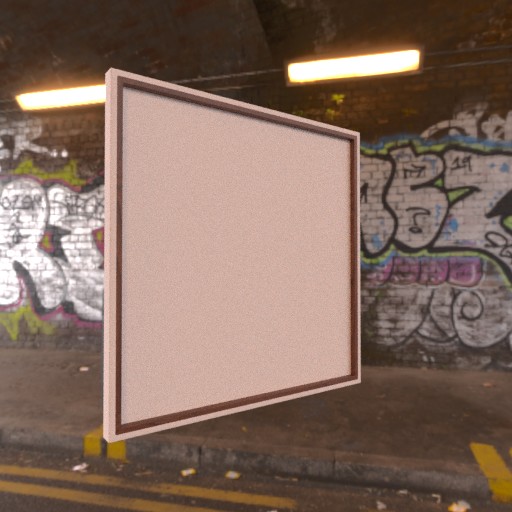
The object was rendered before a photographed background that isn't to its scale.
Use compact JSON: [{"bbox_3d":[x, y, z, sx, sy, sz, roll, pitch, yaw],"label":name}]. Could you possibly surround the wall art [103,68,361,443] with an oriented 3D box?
[{"bbox_3d":[0.000,0.000,1.507,1.009,1.009,0.049,1,-1,-36],"label":"wall art"}]
